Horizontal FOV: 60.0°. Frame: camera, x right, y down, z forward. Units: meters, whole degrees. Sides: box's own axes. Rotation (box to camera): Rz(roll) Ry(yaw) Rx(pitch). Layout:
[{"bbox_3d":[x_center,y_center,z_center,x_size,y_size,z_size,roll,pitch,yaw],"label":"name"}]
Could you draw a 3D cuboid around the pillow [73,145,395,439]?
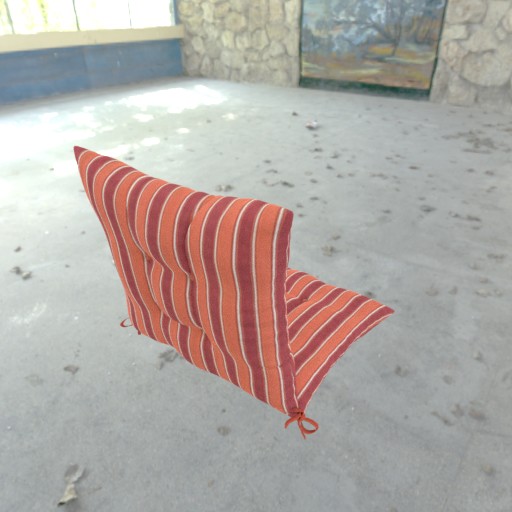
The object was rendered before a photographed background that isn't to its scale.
[{"bbox_3d":[0.000,0.000,1.019,0.541,0.536,0.585,21,36,32],"label":"pillow"}]
